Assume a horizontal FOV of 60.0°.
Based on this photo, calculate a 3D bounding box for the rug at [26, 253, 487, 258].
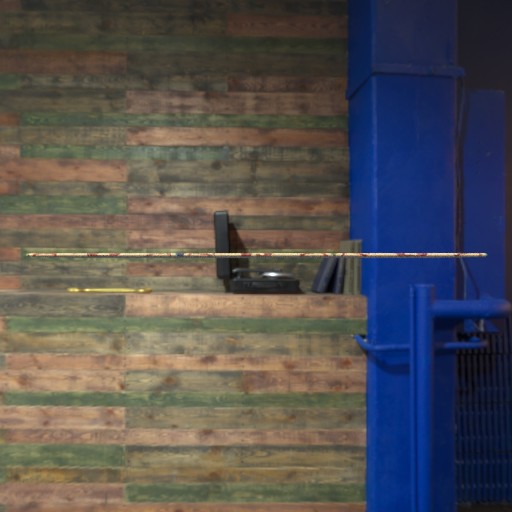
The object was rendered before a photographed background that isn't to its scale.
[{"bbox_3d":[0.000,0.000,2.500,2.273,0.016,0.693,0,-1,1],"label":"rug"}]
